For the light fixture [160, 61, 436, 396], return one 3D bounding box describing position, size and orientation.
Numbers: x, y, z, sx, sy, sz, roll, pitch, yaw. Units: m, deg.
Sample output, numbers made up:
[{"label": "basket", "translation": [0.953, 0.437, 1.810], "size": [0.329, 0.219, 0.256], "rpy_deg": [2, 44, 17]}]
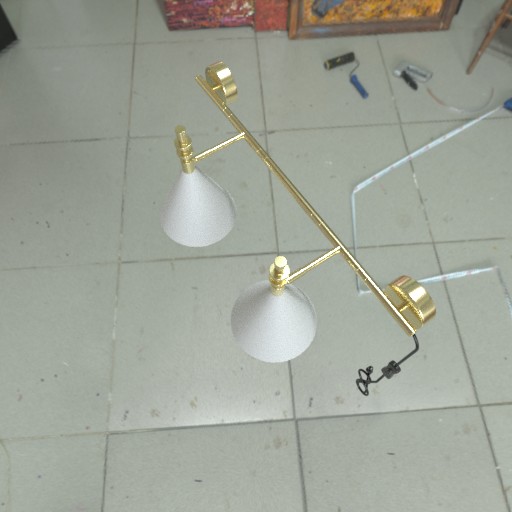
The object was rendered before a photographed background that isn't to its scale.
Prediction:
[{"label": "light fixture", "translation": [0.000, 0.000, 0.853], "size": [0.239, 0.468, 0.642], "rpy_deg": [-31, 68, -14]}]
